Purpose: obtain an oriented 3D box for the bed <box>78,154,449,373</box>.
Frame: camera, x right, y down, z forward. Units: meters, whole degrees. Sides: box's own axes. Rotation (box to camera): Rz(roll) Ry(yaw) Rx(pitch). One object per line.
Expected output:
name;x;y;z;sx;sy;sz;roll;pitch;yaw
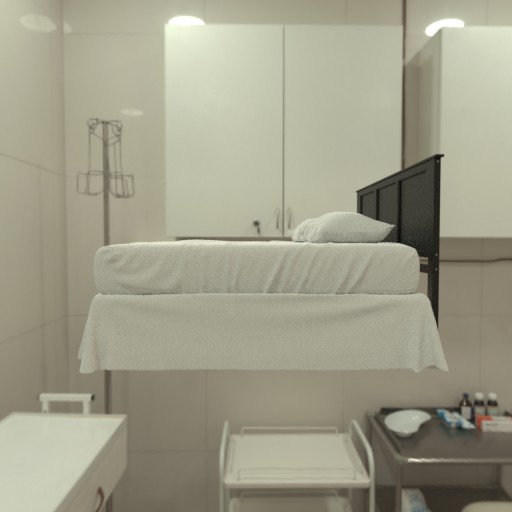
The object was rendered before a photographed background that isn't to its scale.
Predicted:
bed;0.000;0.000;3.590;2.219;1.271;2.315;0;2;-1
